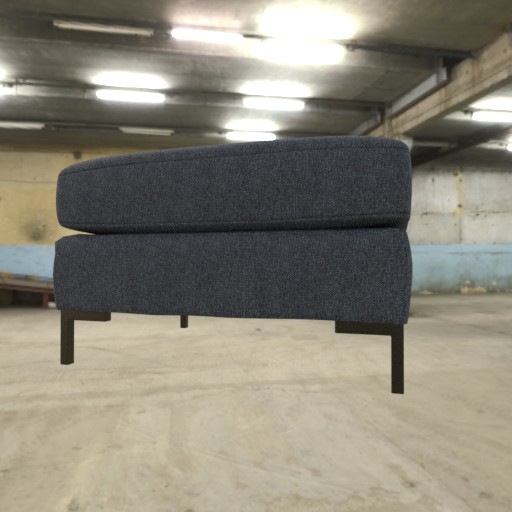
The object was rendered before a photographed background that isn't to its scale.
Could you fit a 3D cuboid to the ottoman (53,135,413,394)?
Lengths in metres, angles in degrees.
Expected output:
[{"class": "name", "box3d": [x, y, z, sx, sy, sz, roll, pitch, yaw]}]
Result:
[{"class": "ottoman", "box3d": [0.000, 0.000, 1.267, 0.831, 0.533, 0.695, 0, -1, 18]}]
